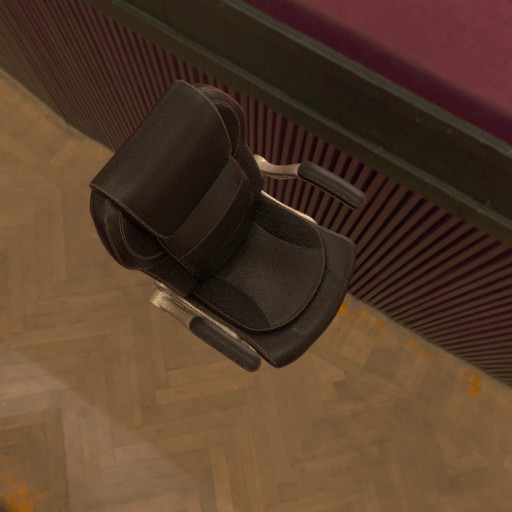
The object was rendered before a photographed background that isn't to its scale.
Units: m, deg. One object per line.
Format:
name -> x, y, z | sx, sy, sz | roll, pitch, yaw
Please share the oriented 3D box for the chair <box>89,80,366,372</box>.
chair -> 0.000, 0.000, 1.653 | 0.801, 1.141, 0.724 | 33, 78, 8
